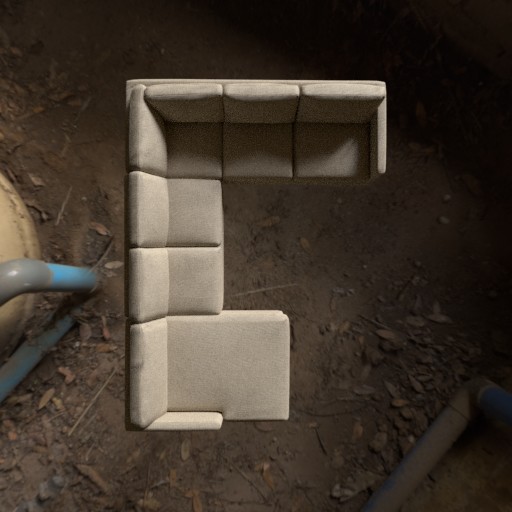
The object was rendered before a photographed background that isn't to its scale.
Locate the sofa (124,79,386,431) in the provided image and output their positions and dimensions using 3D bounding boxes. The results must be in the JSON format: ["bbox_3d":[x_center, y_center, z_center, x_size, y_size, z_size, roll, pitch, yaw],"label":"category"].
[{"bbox_3d":[0.000,0.000,4.580,2.593,0.959,3.460,0,90,-1],"label":"sofa"}]
